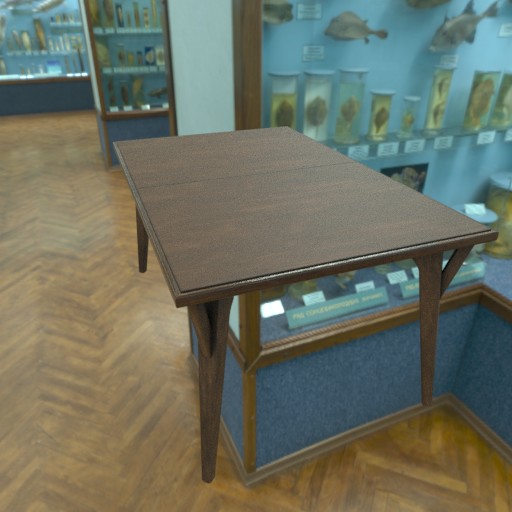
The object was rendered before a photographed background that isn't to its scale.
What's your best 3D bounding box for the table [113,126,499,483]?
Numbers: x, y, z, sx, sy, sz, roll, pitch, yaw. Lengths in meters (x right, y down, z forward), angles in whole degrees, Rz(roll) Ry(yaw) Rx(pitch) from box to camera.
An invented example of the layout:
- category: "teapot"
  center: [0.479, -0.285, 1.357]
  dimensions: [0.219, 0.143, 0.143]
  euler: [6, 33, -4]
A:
- category: "table"
  center: [0.000, 0.000, 1.987]
  dimensions: [0.990, 0.761, 1.524]
  euler: [-11, 30, -18]
